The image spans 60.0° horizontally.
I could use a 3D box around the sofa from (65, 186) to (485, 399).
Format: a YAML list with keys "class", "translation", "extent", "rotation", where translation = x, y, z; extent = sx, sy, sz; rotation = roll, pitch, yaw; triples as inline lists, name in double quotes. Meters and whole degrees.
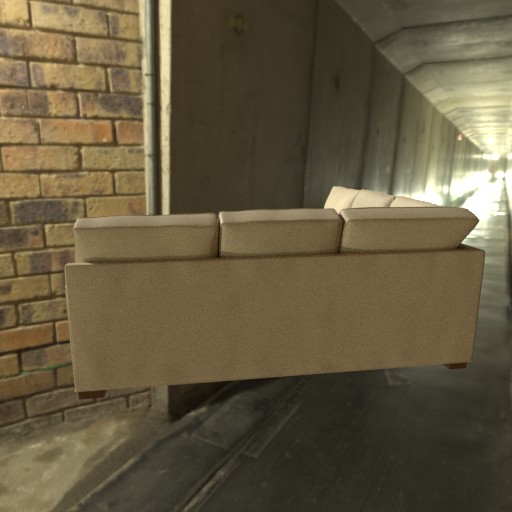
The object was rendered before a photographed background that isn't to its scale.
- class: "sofa"
  translation: [0.000, 0.000, 3.336]
  extent: [2.189, 0.939, 2.182]
  rotation: [-2, 13, -9]
